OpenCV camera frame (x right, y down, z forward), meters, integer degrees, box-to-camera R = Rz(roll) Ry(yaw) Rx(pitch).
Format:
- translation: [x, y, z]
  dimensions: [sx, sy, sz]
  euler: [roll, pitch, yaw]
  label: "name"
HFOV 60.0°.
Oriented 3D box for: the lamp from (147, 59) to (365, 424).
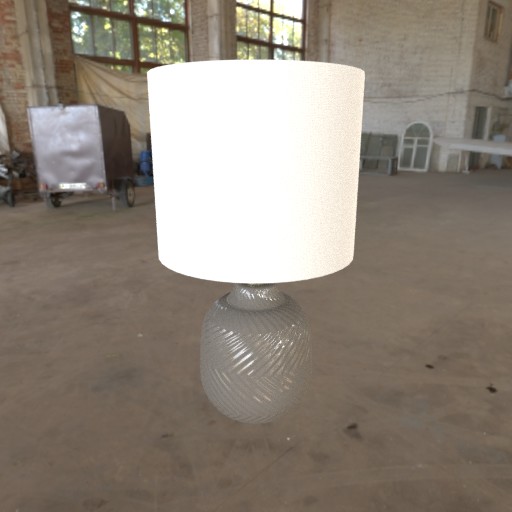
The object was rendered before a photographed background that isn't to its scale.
- translation: [0.000, 0.000, 0.482]
  dimensions: [0.207, 0.366, 0.207]
  euler: [-8, 18, -25]
  label: "lamp"
